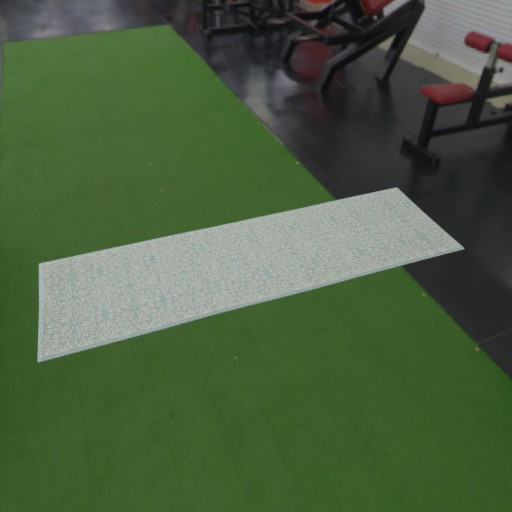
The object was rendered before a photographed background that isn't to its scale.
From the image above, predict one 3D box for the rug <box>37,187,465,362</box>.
[{"bbox_3d":[0.000,0.000,2.383,2.196,0.011,0.662,-13,43,-15],"label":"rug"}]
